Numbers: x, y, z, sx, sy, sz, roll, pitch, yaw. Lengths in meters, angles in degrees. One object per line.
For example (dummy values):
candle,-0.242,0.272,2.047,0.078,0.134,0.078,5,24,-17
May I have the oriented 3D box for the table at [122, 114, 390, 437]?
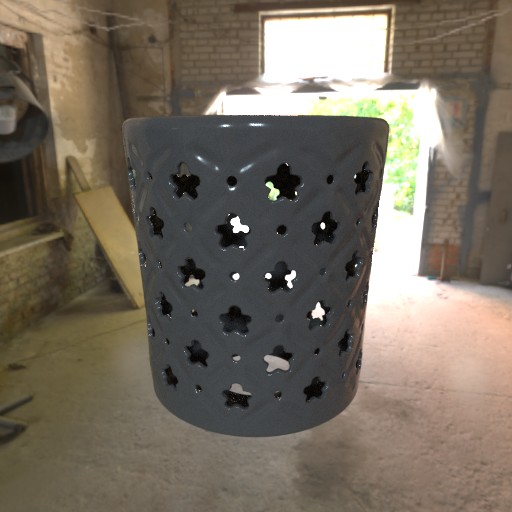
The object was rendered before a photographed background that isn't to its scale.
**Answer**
table,0.000,0.000,0.650,0.352,0.387,0.352,0,15,0
